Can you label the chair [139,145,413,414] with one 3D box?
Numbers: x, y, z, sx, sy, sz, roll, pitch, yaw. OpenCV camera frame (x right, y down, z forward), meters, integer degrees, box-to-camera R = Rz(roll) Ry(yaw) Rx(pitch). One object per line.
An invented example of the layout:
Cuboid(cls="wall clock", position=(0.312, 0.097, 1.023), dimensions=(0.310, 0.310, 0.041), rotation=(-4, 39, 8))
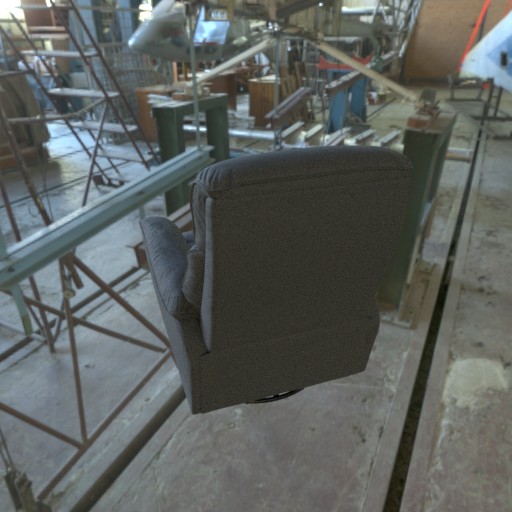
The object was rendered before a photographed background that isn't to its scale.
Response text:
Cuboid(cls="chair", position=(0.000, 0.000, 1.749), dimensions=(0.820, 1.037, 1.004), rotation=(-9, 29, -17))
